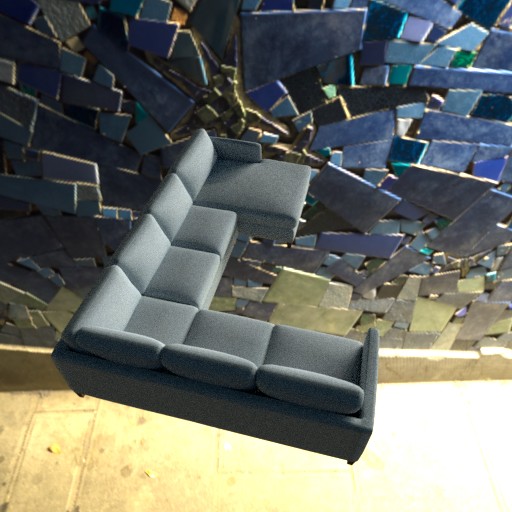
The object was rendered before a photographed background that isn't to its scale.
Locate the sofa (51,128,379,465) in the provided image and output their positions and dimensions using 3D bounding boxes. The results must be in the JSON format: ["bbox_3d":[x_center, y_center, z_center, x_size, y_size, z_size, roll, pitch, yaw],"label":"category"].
[{"bbox_3d":[0.000,0.000,4.567,2.551,0.889,3.403,10,47,10],"label":"sofa"}]
